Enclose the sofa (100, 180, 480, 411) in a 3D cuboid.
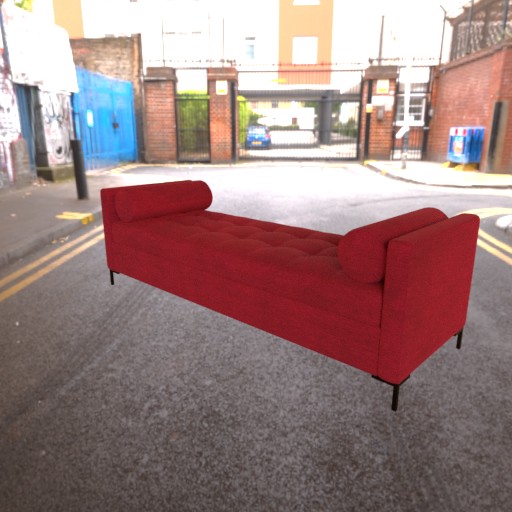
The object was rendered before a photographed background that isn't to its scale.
[{"bbox_3d":[0.000,0.000,2.368,1.981,0.635,0.686,14,21,41],"label":"sofa"}]
